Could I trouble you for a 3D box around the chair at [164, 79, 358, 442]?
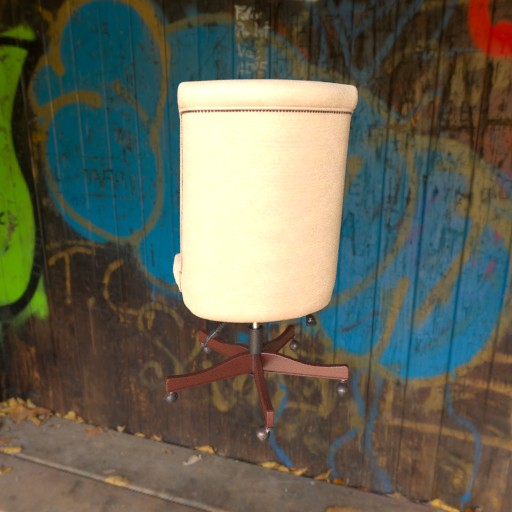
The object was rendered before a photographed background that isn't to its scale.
[{"bbox_3d":[0.000,0.000,1.452,0.645,1.010,0.696,-3,15,-9],"label":"chair"}]
